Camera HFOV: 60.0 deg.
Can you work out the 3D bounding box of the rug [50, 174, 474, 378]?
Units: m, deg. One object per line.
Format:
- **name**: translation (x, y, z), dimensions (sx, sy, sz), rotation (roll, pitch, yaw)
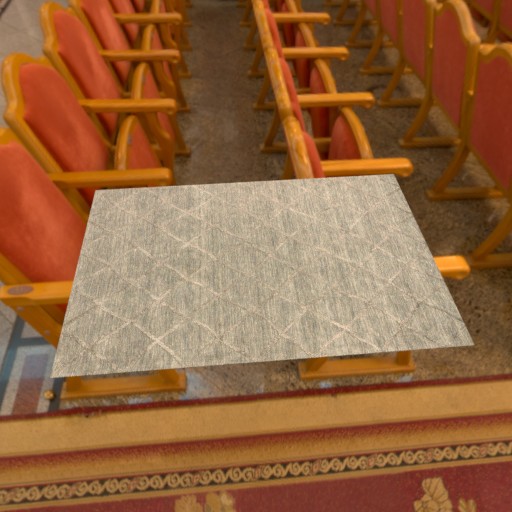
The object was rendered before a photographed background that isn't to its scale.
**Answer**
- **rug**: translation (0.000, 0.000, 2.881), dimensions (2.283, 0.006, 1.521), rotation (-4, 48, -3)
